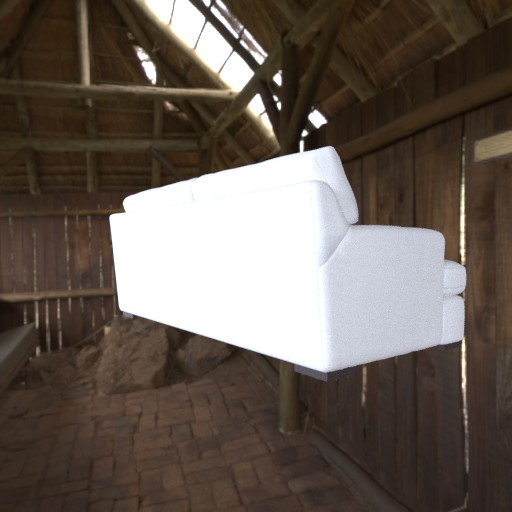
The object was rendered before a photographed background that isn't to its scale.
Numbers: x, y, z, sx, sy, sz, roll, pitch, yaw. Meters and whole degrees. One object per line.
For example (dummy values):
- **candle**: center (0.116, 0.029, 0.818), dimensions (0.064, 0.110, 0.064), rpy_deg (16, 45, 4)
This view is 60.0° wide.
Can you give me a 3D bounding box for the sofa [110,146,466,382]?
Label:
- **sofa**: center (0.000, 0.000, 2.828), dimensions (1.143, 0.940, 2.261), rpy_deg (-1, 1, -37)
